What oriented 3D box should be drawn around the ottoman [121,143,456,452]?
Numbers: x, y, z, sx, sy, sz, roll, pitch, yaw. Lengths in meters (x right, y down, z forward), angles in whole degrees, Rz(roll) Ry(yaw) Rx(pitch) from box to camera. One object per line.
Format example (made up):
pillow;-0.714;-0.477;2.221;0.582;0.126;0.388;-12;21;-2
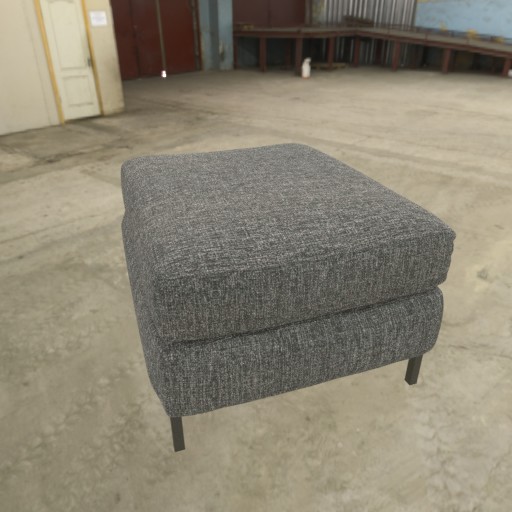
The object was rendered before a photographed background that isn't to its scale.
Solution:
ottoman;0.000;0.000;1.226;0.683;0.480;0.828;-9;30;-17
